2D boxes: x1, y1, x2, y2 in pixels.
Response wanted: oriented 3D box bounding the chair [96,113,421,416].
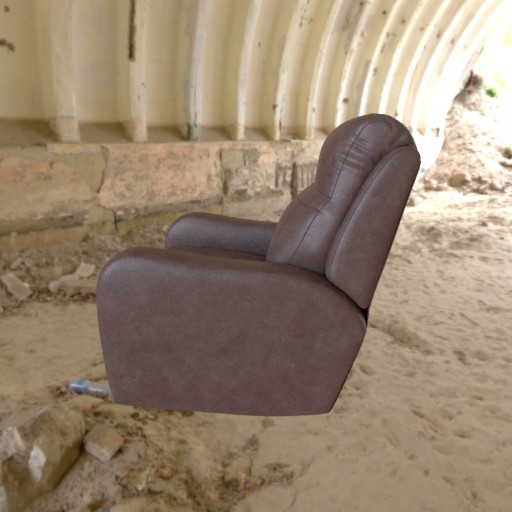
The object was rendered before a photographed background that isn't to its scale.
[{"bbox_3d":[0.000,0.000,1.779,1.067,1.067,0.865,2,16,8],"label":"chair"}]
